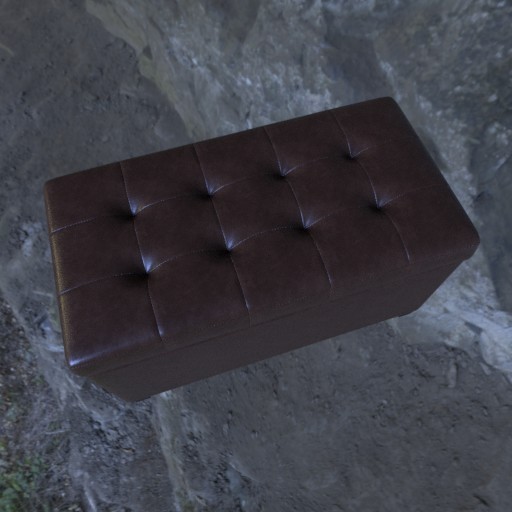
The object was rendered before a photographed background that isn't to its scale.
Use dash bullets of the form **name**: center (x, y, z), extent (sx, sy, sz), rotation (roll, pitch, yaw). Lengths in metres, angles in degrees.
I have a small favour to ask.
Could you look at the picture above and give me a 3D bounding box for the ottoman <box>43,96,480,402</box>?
- **ottoman**: center (0.000, 0.000, 1.105), extent (0.838, 0.470, 0.432), rotation (-16, 64, -8)
